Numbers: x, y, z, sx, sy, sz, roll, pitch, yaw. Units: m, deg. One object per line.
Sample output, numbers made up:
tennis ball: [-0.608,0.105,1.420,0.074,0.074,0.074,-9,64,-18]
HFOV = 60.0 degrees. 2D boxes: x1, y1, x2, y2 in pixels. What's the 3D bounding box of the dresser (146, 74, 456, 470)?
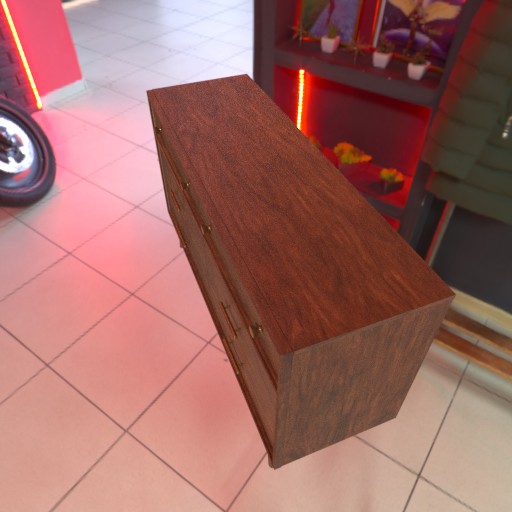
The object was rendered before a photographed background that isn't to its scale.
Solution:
dresser: [0.000,0.000,1.854,0.500,0.889,1.472,-16,47,-15]
